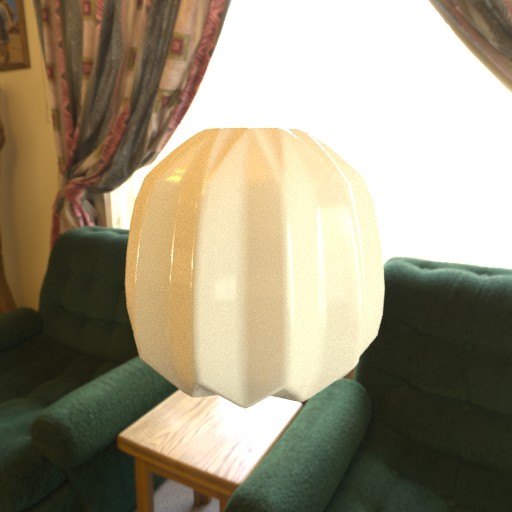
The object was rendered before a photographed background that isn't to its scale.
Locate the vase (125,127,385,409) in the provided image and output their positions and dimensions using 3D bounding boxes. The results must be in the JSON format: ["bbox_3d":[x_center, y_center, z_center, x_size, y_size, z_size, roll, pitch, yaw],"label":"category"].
[{"bbox_3d":[0.000,0.000,0.243,0.139,0.134,0.139,0,14,0],"label":"vase"}]
